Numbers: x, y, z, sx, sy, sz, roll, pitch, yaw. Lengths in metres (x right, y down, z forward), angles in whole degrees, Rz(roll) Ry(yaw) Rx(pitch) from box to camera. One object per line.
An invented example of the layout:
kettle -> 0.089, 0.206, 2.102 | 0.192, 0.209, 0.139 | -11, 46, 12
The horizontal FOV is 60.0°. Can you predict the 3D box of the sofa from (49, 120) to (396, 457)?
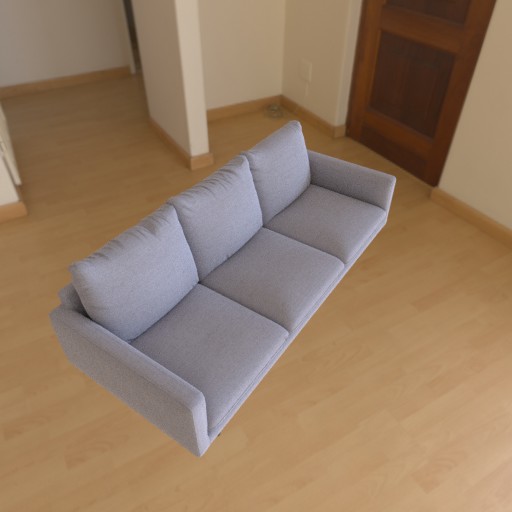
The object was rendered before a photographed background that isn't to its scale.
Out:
sofa -> 0.000, 0.000, 2.478 | 0.850, 0.830, 2.000 | 24, 46, 26
